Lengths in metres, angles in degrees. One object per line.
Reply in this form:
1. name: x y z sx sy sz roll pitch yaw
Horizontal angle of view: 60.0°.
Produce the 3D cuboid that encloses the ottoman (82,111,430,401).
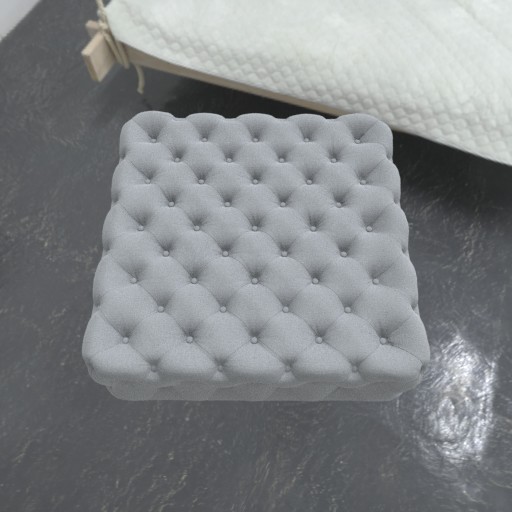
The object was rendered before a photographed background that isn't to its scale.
1. ottoman: 0.000 0.000 1.215 0.764 0.365 0.758 0 63 0
